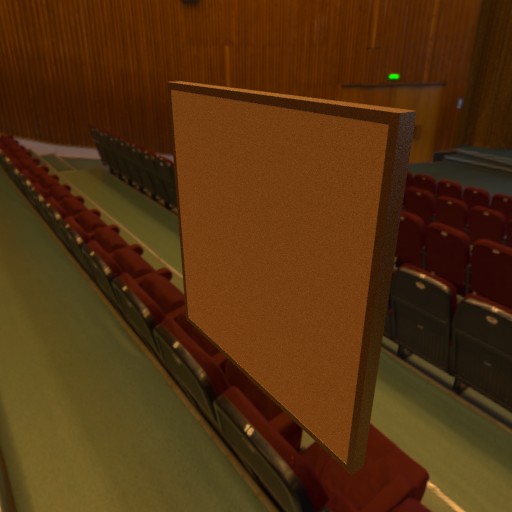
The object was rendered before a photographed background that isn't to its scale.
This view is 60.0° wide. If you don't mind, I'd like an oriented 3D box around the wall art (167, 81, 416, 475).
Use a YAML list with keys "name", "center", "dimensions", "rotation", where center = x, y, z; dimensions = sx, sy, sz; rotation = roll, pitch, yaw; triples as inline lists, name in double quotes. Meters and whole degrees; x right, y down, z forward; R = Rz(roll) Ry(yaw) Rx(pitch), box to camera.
- name: "wall art"
  center: [0.000, 0.000, 1.094]
  dimensions: [0.038, 0.762, 0.762]
  rotation: [-17, 30, -32]
